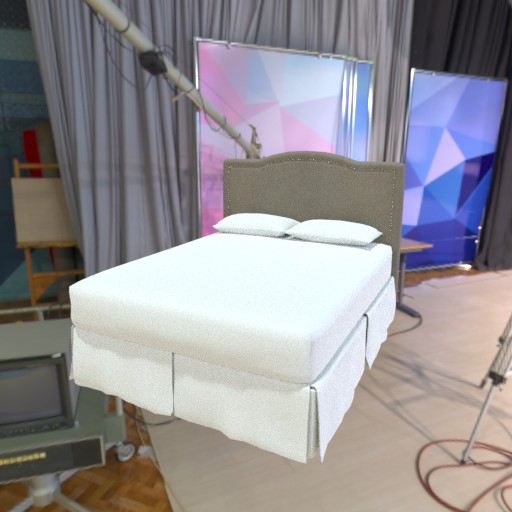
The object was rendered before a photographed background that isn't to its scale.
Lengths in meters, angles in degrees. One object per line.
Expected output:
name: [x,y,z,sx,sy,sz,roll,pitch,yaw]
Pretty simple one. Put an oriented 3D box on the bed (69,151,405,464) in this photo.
bed: [0.000,0.000,3.203,1.744,1.441,2.128,7,16,26]
